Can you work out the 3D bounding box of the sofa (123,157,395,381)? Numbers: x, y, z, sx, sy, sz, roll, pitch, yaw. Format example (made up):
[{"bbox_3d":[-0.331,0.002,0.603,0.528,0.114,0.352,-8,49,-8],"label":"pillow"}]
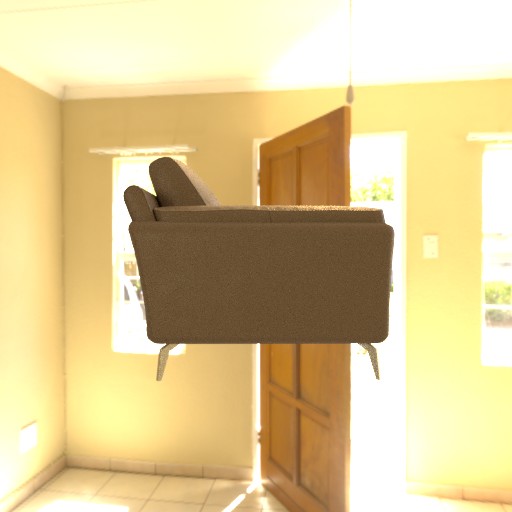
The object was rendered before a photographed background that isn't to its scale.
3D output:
[{"bbox_3d":[0.000,0.000,2.702,1.049,0.930,2.101,0,1,-1],"label":"sofa"}]
